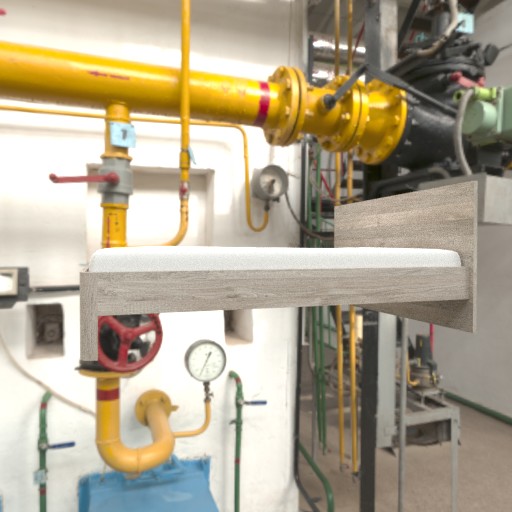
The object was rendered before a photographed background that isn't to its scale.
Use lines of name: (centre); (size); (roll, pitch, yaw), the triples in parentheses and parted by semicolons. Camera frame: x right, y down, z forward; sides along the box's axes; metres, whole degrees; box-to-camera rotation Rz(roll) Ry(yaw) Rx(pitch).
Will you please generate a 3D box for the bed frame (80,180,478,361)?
bed frame: (0.000, 0.000, 2.723); (1.950, 0.800, 1.490); (0, 1, -19)
